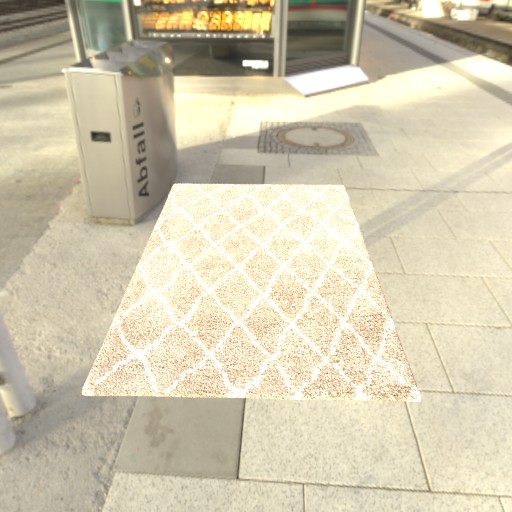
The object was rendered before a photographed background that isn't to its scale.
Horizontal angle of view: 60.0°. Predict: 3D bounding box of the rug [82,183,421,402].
[{"bbox_3d":[0.000,0.000,3.460,1.778,0.030,2.743,1,33,1],"label":"rug"}]
